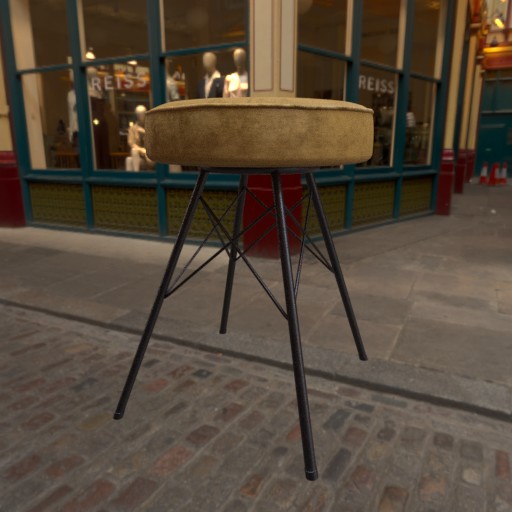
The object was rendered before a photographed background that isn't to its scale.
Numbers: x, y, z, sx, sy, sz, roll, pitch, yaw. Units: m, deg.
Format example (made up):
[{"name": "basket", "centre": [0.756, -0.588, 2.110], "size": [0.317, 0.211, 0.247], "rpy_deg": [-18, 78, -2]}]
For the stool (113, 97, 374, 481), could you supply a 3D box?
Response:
[{"name": "stool", "centre": [0.000, 0.000, 0.915], "size": [0.438, 0.595, 0.472], "rpy_deg": [7, 16, 25]}]
